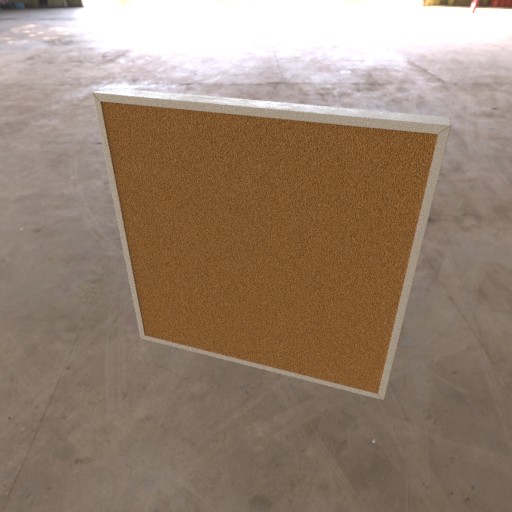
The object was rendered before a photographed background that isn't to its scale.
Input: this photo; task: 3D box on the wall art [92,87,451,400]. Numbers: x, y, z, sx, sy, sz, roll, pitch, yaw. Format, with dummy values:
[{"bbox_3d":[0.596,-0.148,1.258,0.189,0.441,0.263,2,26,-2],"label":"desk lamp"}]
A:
[{"bbox_3d":[0.000,0.000,0.756,0.508,0.508,0.037,10,35,15],"label":"wall art"}]
